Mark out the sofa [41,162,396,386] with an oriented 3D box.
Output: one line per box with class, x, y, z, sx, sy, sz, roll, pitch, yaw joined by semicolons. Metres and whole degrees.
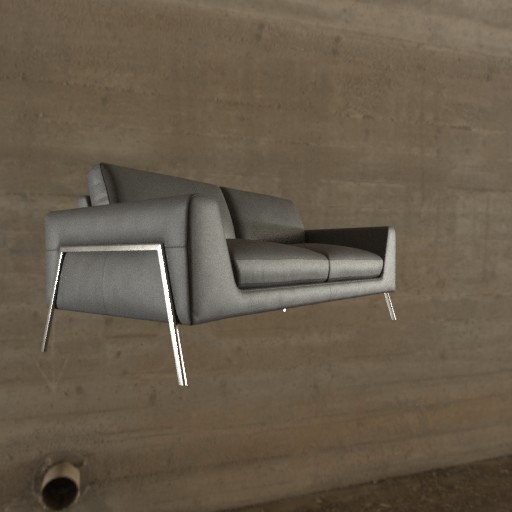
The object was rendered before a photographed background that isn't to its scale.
sofa;0.000;0.000;2.542;0.953;0.875;2.017;0;-1;37
